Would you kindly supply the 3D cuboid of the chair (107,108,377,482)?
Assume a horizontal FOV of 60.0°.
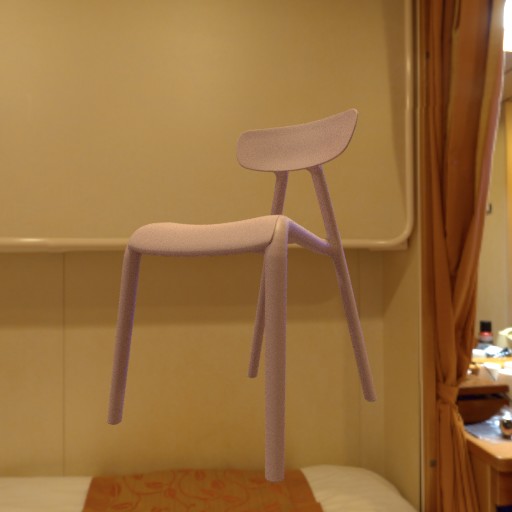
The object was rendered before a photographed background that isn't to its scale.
[{"bbox_3d":[0.000,0.000,0.823,0.356,0.580,0.401,0,0,36],"label":"chair"}]
